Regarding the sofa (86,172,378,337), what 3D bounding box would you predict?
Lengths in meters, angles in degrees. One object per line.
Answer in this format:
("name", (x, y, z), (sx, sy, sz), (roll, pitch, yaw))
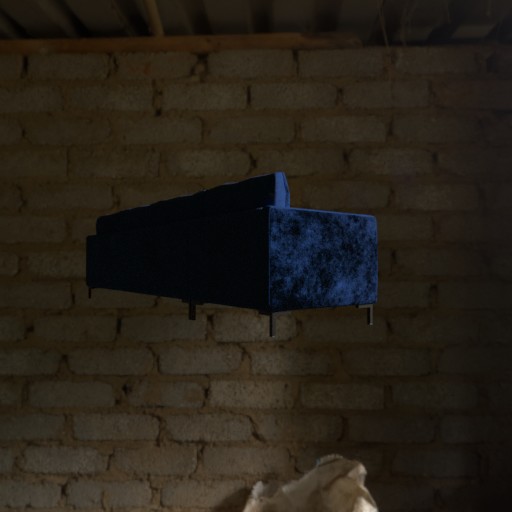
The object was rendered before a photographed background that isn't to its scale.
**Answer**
("sofa", (0.000, 0.000, 3.210), (1.707, 0.687, 2.486), (1, -1, -37))
